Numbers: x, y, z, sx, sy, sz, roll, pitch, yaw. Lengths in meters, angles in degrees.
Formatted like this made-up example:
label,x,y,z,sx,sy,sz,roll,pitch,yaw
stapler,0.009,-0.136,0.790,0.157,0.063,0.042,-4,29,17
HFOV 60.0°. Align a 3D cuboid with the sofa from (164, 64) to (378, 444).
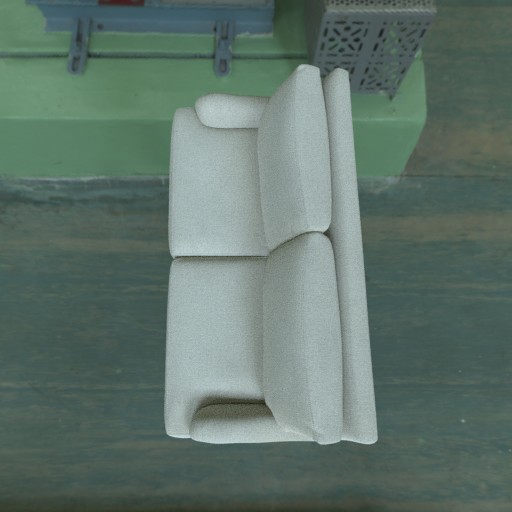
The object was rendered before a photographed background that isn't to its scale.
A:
label,x,y,z,sx,sy,sz,roll,pitch,yaw
sofa,0.000,0.000,2.670,1.091,0.997,2.070,-1,76,0
